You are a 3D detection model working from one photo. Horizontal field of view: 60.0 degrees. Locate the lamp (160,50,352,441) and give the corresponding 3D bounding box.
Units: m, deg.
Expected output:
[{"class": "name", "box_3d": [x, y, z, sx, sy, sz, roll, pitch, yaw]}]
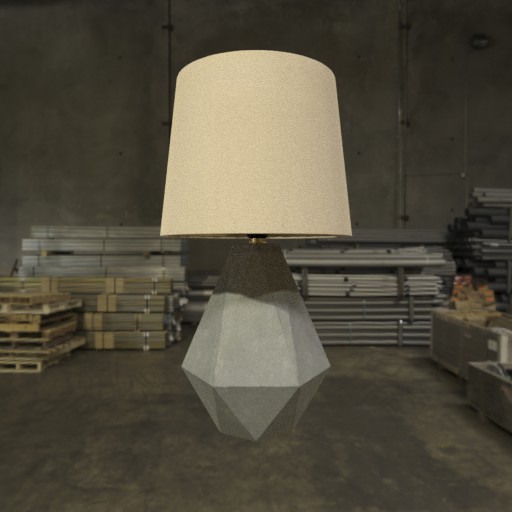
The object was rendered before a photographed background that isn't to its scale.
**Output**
[{"class": "lamp", "box_3d": [0.000, 0.000, 0.653, 0.276, 0.501, 0.276, 0, 1, 0]}]
